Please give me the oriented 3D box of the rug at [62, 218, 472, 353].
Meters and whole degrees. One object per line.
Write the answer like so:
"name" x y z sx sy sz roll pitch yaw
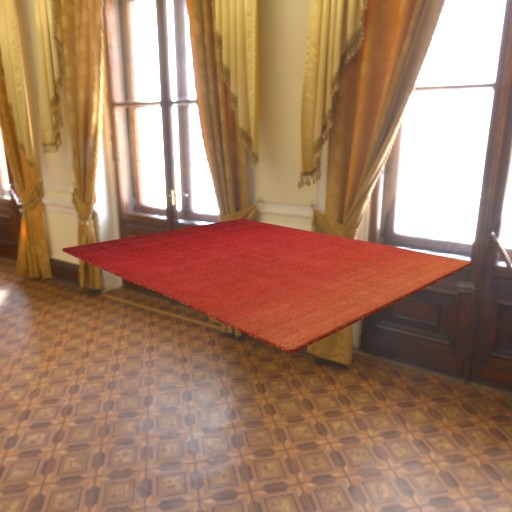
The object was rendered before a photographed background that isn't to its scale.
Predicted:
"rug" 0.000 0.000 3.984 2.340 0.028 2.905 -14 21 -42
